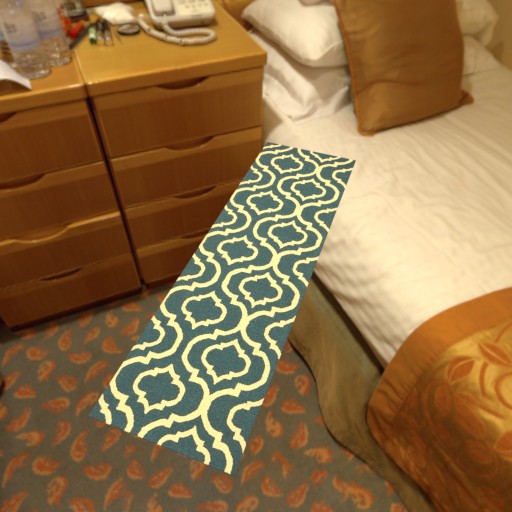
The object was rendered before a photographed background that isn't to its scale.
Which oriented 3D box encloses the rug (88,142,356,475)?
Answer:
[{"bbox_3d":[0.000,0.000,2.575,0.685,0.006,2.296,15,49,14],"label":"rug"}]
